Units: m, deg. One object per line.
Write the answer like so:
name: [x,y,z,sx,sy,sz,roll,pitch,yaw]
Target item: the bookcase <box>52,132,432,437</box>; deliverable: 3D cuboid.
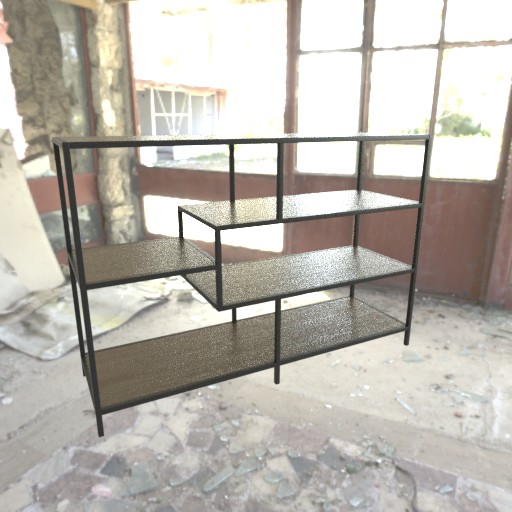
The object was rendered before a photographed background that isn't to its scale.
bookcase: [0.000,0.000,1.488,1.140,0.780,0.350,-9,19,-26]
